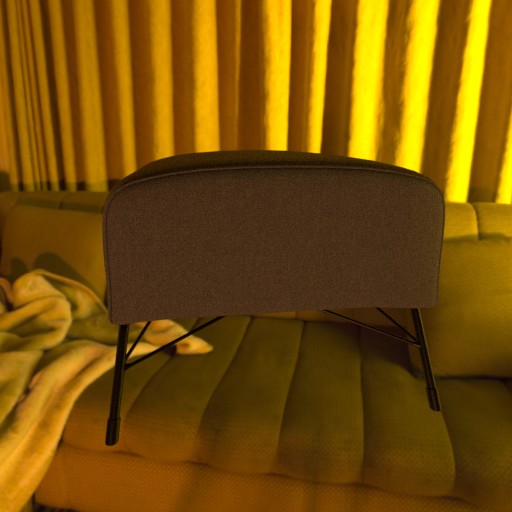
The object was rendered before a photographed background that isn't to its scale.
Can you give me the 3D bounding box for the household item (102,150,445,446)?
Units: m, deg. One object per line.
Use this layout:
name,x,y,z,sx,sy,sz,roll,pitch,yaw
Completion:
household item,0.000,0.000,0.880,0.530,0.410,0.530,-2,14,-9
